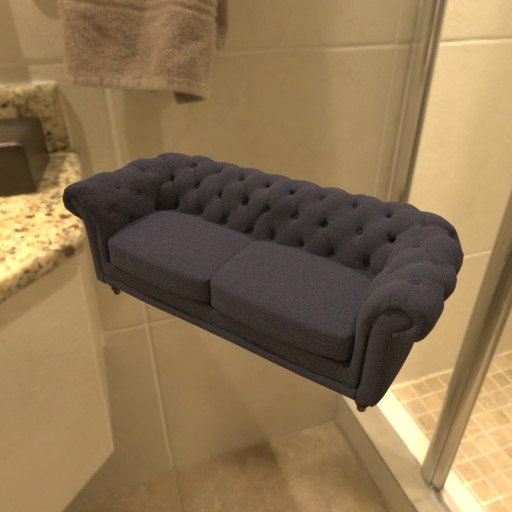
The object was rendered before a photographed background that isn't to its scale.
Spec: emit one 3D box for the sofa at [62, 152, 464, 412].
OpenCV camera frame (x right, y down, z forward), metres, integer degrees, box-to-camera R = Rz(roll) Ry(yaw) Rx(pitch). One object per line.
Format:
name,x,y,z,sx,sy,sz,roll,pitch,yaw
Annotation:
sofa,0.000,0.000,2.804,2.335,0.836,1.046,19,36,28
